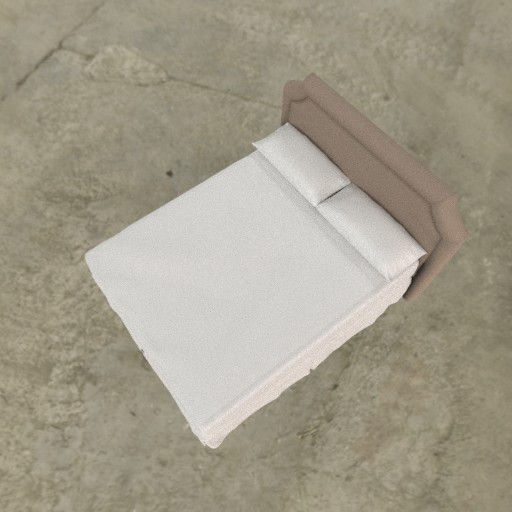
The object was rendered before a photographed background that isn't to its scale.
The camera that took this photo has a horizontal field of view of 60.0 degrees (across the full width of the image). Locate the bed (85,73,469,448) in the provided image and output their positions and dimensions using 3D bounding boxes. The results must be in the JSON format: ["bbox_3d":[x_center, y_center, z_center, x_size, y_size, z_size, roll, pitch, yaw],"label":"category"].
[{"bbox_3d":[0.000,0.000,3.297,2.164,1.303,1.828,-34,68,-16],"label":"bed"}]
